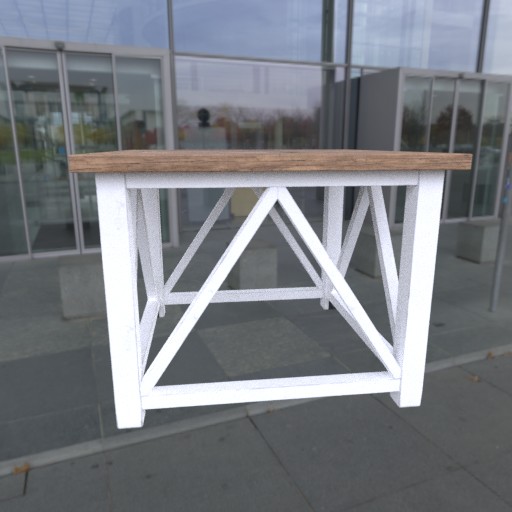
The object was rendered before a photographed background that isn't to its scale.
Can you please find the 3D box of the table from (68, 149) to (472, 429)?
[{"bbox_3d":[0.000,0.000,1.158,0.700,0.532,0.700,-2,14,-7],"label":"table"}]
